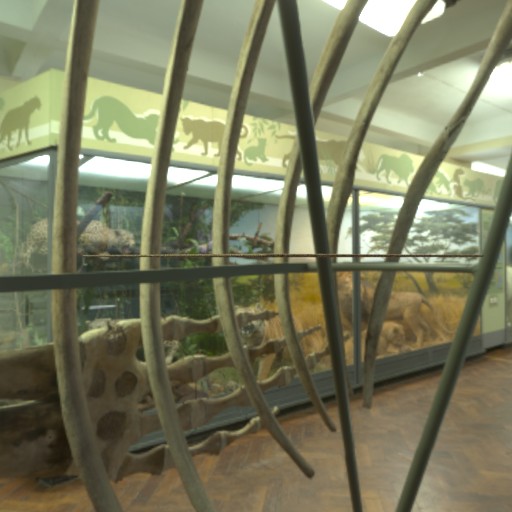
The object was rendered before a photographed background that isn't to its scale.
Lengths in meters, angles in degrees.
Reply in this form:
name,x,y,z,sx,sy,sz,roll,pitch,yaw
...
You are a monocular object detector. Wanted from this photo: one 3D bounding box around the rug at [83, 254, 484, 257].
name,x,y,z,sx,sy,sz,roll,pitch,yaw
rug,0.000,0.000,2.795,1.566,0.013,2.141,0,0,-38
